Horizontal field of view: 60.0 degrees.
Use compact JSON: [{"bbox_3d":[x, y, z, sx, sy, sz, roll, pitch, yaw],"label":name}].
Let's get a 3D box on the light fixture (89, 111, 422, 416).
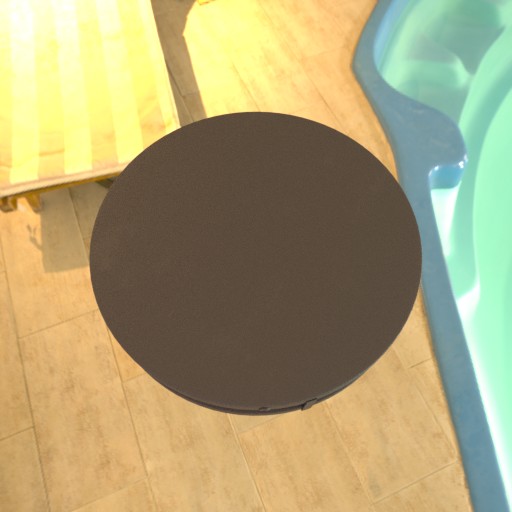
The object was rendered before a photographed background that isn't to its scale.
[{"bbox_3d":[0.000,0.000,0.521,0.356,0.102,0.356,0,64,0],"label":"light fixture"}]
